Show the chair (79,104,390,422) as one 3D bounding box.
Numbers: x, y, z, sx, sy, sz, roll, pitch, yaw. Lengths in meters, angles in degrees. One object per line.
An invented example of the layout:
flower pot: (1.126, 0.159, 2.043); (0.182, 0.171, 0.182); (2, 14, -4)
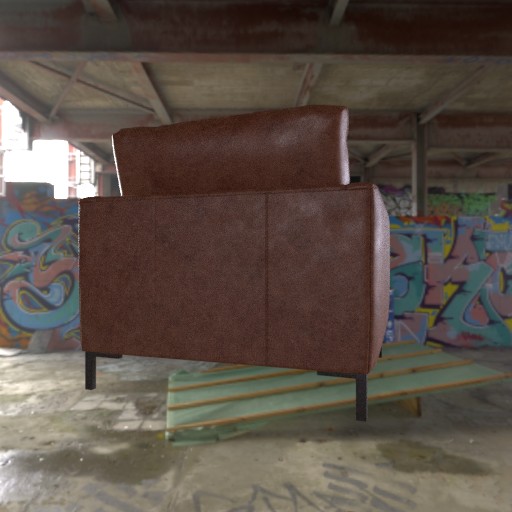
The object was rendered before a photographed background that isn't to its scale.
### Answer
chair: (0.000, 0.000, 1.688); (0.967, 0.869, 0.862); (0, 0, 19)
